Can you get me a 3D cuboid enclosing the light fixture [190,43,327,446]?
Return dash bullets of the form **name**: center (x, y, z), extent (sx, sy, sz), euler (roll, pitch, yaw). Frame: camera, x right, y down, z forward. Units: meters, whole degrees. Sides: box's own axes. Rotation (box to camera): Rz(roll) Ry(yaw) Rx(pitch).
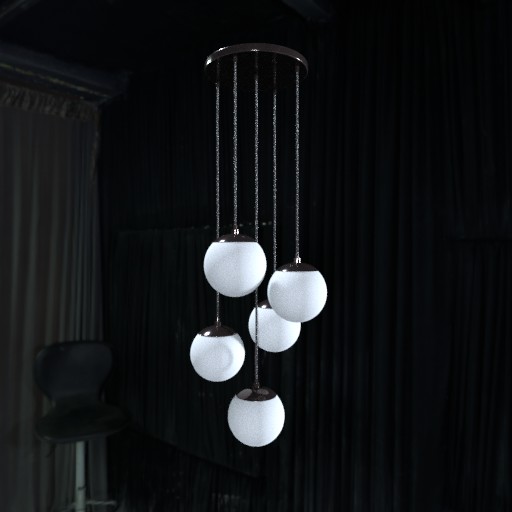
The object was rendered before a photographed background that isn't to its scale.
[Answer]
- **light fixture**: center (0.000, 0.000, 1.500), extent (0.484, 1.271, 0.489), euler (0, 0, 36)
